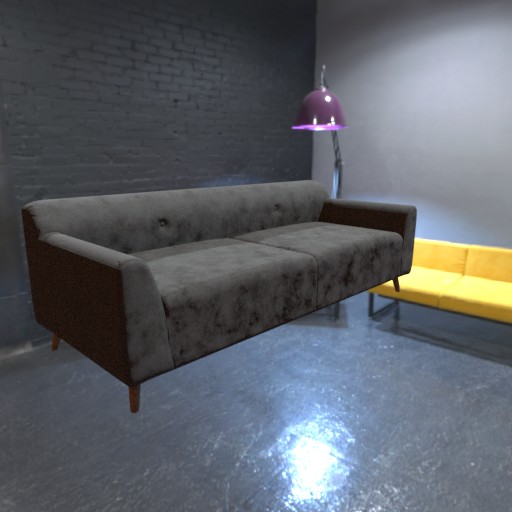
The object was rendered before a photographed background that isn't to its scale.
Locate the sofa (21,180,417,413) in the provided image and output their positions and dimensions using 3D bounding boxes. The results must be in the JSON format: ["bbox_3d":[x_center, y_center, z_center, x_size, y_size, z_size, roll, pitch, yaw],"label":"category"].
[{"bbox_3d":[0.000,0.000,2.563,0.900,0.740,2.190,13,19,43],"label":"sofa"}]
